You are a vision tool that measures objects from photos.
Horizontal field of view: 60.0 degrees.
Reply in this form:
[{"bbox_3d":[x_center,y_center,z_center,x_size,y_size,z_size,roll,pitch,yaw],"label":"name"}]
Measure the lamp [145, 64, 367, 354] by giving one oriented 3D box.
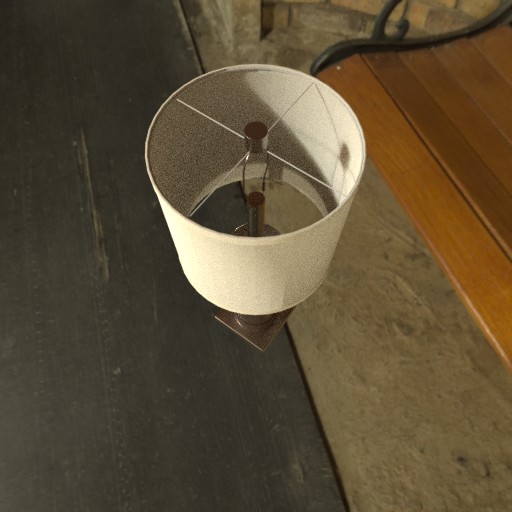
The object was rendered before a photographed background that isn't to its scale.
[{"bbox_3d":[0.000,0.000,0.620,0.202,0.509,0.202,33,69,15],"label":"lamp"}]
